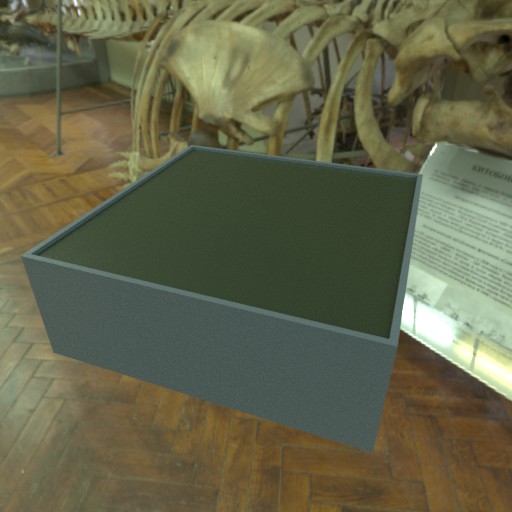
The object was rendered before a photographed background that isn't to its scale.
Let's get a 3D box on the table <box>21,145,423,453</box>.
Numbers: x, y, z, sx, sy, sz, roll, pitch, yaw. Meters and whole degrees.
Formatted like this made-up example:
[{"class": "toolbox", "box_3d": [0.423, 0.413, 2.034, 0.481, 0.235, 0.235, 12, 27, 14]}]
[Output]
[{"class": "table", "box_3d": [0.000, 0.000, 1.250, 0.801, 0.299, 0.801, 11, 34, 17]}]
